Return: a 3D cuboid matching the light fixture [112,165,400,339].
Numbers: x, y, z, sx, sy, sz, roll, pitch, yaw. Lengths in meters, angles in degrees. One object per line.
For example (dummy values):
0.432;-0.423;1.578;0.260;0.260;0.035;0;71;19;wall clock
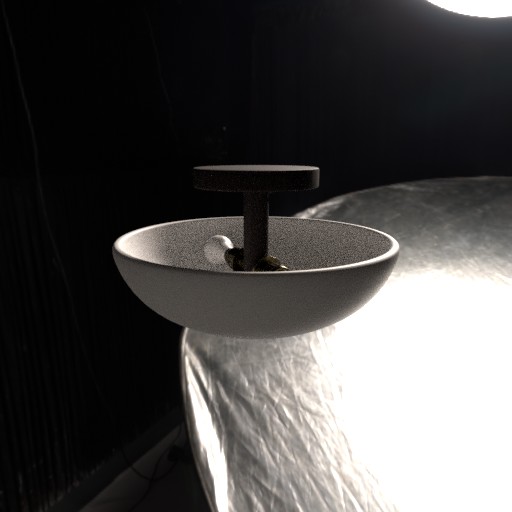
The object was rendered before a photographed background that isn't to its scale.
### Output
0.000;0.000;0.540;0.331;0.212;0.331;0;14;0;light fixture
